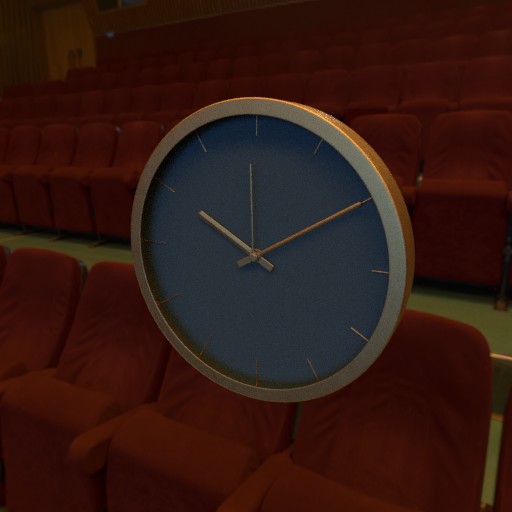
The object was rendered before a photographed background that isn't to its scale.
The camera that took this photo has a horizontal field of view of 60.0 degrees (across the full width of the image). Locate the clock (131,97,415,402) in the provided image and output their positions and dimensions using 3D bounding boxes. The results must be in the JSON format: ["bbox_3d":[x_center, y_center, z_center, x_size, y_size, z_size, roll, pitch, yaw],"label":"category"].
[{"bbox_3d":[0.000,0.000,0.467,0.314,0.314,0.040,8,16,27],"label":"clock"}]
